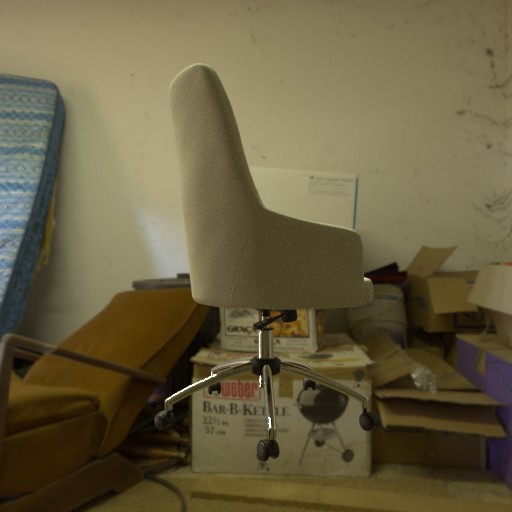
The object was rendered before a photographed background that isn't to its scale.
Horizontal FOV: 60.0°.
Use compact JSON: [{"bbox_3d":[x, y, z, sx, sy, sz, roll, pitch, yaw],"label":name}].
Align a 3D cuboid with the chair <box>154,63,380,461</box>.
[{"bbox_3d":[0.000,0.000,1.430,0.640,1.049,0.620,0,0,-20],"label":"chair"}]
